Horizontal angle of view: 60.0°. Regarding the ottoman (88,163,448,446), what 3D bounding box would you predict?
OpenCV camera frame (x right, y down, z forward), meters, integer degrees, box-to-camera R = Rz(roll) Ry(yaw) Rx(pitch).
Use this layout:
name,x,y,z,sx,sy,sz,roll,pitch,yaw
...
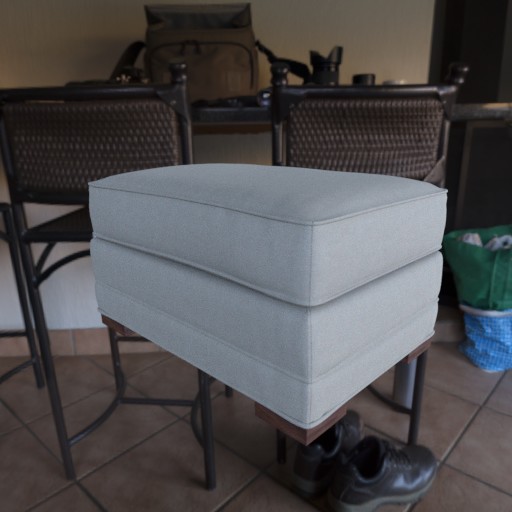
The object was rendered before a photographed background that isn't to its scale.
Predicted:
name,x,y,z,sx,sy,sz,roll,pitch,yaw
ottoman,0.000,0.000,1.249,0.848,0.482,0.611,15,22,42
